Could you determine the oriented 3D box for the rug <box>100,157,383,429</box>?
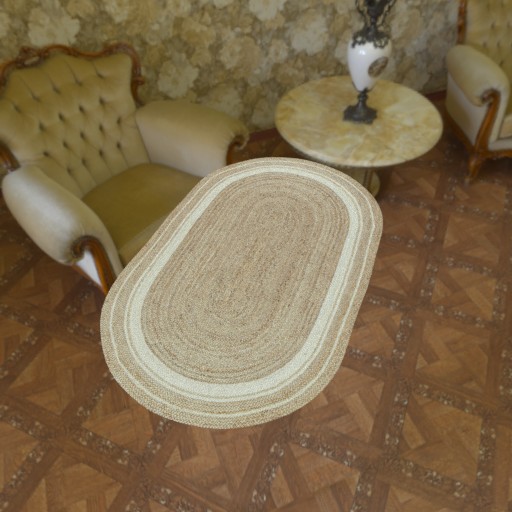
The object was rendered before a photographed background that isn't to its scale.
[{"bbox_3d":[0.000,0.000,3.010,1.520,0.006,2.432,17,48,15],"label":"rug"}]
